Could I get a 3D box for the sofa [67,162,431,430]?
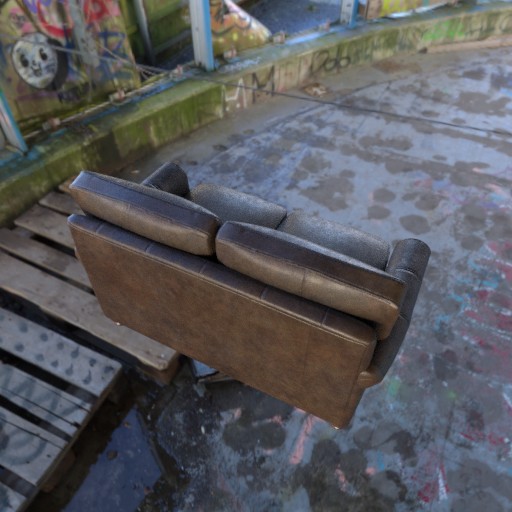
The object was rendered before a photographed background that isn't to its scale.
[{"bbox_3d":[0.000,0.000,2.297,1.616,0.976,0.990,20,49,18],"label":"sofa"}]
